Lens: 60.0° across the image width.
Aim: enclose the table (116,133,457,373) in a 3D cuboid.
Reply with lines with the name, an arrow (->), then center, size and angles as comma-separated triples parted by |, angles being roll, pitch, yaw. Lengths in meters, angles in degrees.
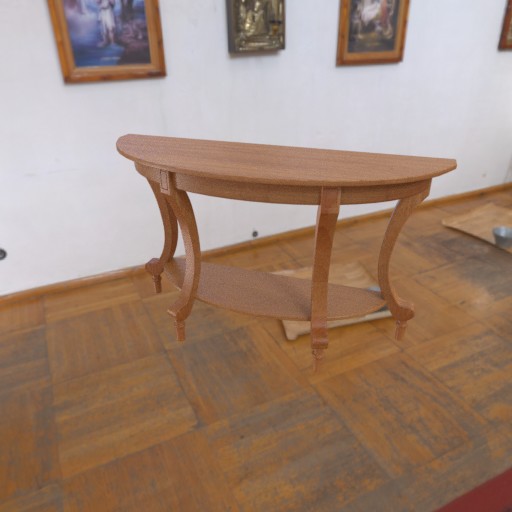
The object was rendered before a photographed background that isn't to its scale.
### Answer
table -> 0.000, 0.000, 1.559 | 1.198, 0.692, 0.394 | 9, 28, 17
